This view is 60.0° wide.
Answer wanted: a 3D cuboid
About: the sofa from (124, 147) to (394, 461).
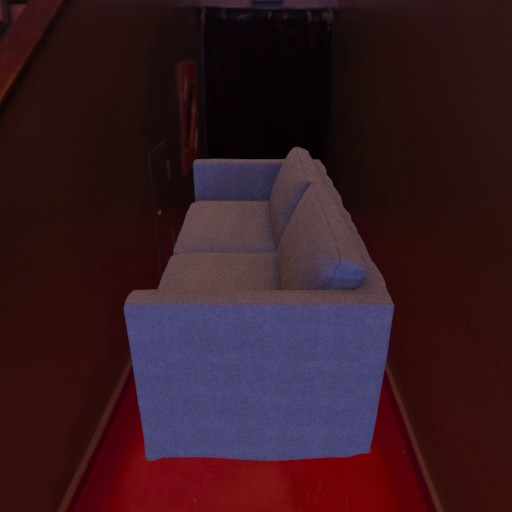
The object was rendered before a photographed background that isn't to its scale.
[{"bbox_3d":[0.000,0.000,2.472,0.953,0.855,1.982,0,26,0],"label":"sofa"}]
